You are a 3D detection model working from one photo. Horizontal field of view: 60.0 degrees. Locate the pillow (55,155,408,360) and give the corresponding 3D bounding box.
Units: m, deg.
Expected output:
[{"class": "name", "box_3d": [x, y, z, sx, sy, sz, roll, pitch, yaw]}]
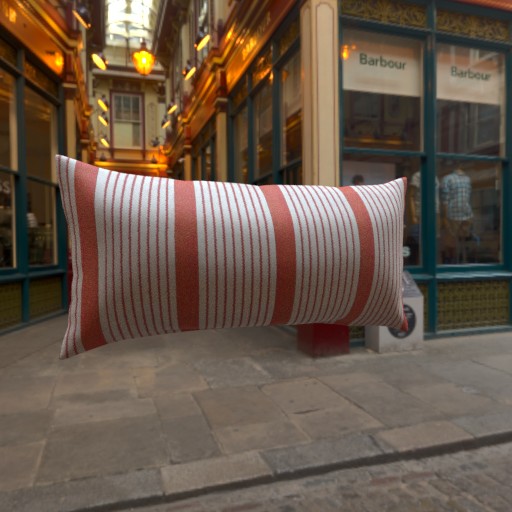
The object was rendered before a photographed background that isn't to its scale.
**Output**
[{"class": "pillow", "box_3d": [0.000, 0.000, 0.737, 0.608, 0.297, 0.151, -1, 2, -19]}]
